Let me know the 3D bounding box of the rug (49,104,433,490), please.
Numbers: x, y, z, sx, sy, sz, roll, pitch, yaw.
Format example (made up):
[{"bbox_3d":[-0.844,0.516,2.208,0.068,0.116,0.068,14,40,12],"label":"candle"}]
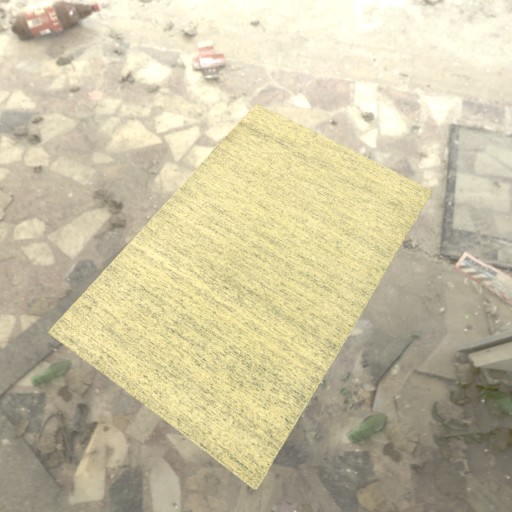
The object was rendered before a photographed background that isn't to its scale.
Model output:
[{"bbox_3d":[0.000,0.000,2.910,1.523,0.017,2.263,31,67,15],"label":"rug"}]
